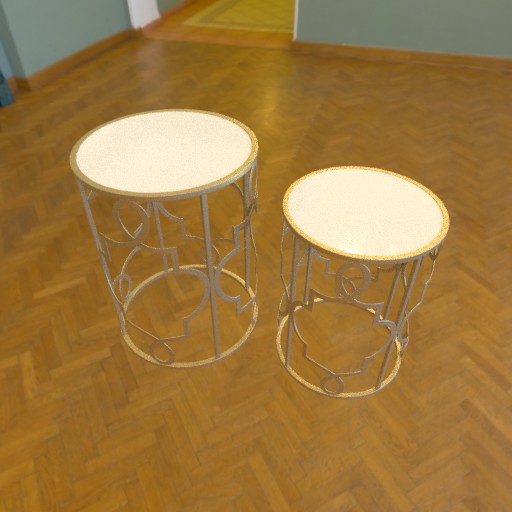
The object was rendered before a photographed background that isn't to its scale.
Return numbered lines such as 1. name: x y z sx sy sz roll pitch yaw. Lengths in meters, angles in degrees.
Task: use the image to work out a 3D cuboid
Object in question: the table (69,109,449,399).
1. table: 0.000 0.000 1.152 0.846 0.564 0.420 10 42 12
